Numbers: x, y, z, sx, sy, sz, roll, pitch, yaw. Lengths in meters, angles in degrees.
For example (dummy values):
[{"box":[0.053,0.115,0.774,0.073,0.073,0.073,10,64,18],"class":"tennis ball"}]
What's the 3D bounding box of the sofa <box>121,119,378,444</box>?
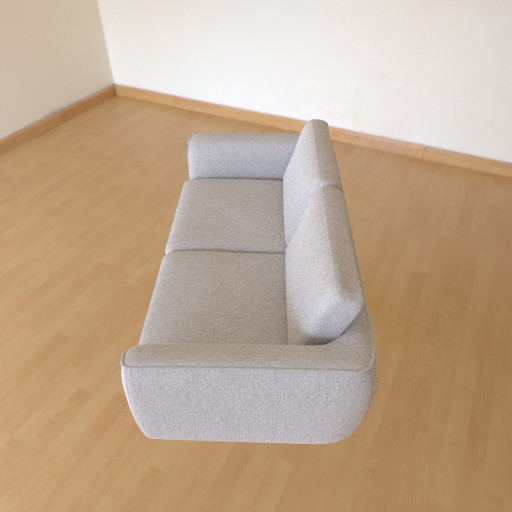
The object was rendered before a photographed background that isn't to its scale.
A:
[{"box":[0.000,0.000,2.172,0.920,0.850,1.700,1,41,1],"class":"sofa"}]
